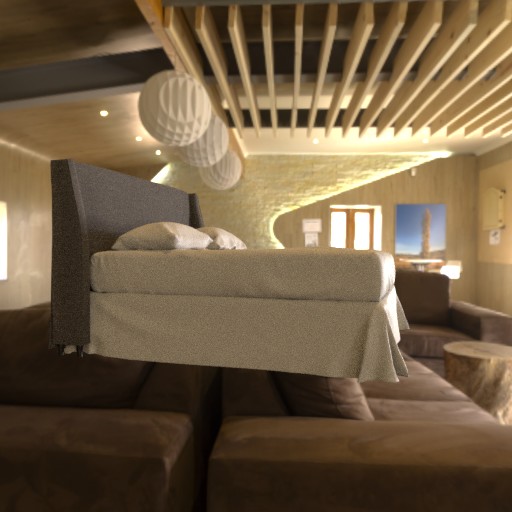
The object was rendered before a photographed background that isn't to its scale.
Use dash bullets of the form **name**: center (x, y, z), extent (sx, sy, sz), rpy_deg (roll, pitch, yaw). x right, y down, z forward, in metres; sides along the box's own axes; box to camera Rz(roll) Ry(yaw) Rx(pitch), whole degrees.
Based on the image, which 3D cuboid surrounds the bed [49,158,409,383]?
- **bed**: center (0.000, 0.000, 3.474), extent (2.276, 1.332, 1.925), rpy_deg (0, 0, 19)
